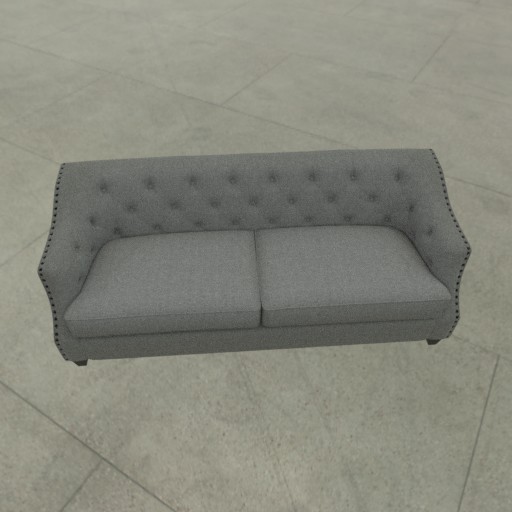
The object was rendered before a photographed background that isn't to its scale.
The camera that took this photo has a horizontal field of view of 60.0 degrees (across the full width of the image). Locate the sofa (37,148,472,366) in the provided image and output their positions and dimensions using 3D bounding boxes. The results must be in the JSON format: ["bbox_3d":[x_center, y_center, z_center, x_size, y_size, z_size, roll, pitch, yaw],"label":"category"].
[{"bbox_3d":[0.000,0.000,2.628,2.235,0.901,0.914,-3,46,-3],"label":"sofa"}]
